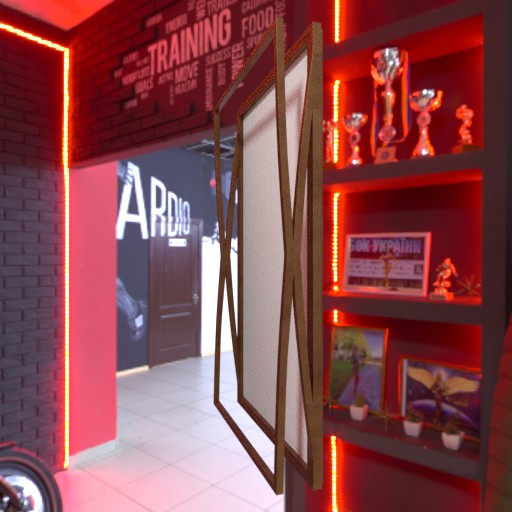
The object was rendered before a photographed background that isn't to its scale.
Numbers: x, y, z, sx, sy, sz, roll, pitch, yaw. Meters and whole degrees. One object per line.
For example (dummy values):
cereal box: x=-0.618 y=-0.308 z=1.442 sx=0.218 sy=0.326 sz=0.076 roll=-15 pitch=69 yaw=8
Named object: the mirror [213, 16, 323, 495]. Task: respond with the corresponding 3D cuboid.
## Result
mirror: x=0.000 y=0.000 z=0.941 sx=0.082 sy=0.768 sz=0.468 roll=0 pitch=0 yaw=-18
